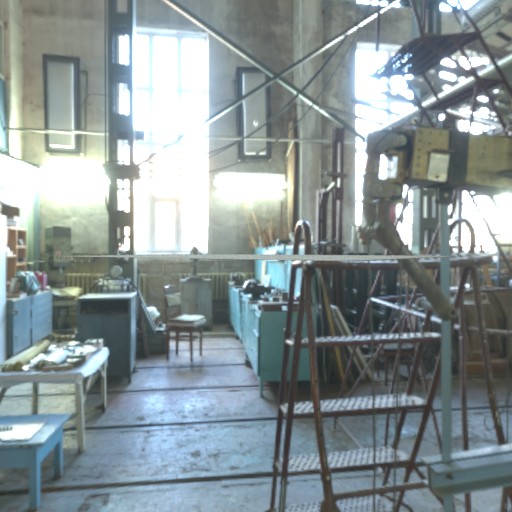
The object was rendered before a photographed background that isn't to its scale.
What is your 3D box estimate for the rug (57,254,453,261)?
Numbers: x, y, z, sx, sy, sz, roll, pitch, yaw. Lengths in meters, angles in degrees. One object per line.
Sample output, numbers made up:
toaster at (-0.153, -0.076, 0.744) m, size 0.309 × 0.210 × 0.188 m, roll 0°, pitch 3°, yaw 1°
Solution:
rug at (0.000, 0.000, 4.206) m, size 3.201 × 0.005 × 2.439 m, roll 1°, pitch 1°, yaw 37°
